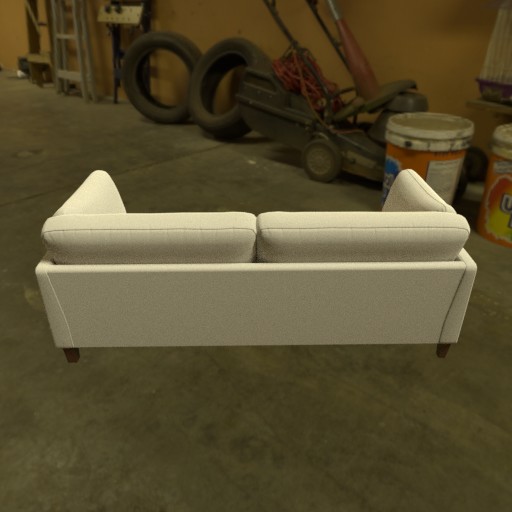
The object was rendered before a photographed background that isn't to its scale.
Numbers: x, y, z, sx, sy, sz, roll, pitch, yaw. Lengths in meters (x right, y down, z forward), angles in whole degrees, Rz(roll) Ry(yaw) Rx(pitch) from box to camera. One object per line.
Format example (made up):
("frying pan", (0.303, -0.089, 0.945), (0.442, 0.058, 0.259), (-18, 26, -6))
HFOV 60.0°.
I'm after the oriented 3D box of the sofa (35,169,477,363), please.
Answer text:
("sofa", (0.000, 0.000, 2.725), (2.301, 0.863, 0.957), (0, 30, -1))
